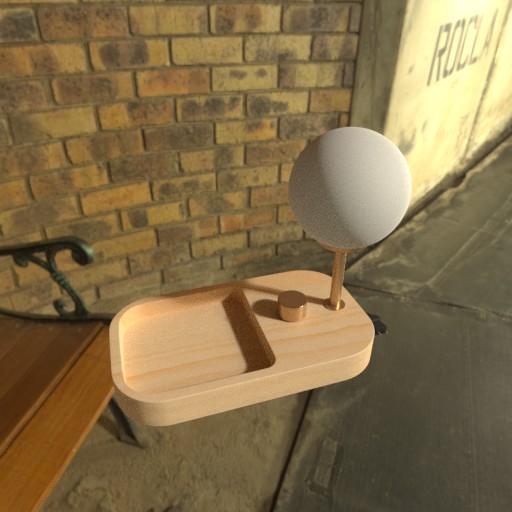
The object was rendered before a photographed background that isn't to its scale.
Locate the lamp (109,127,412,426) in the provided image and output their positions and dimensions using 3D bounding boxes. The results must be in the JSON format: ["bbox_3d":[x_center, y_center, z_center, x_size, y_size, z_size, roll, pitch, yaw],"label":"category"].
[{"bbox_3d":[0.000,0.000,0.473,0.331,0.253,0.173,-10,33,-15],"label":"lamp"}]
